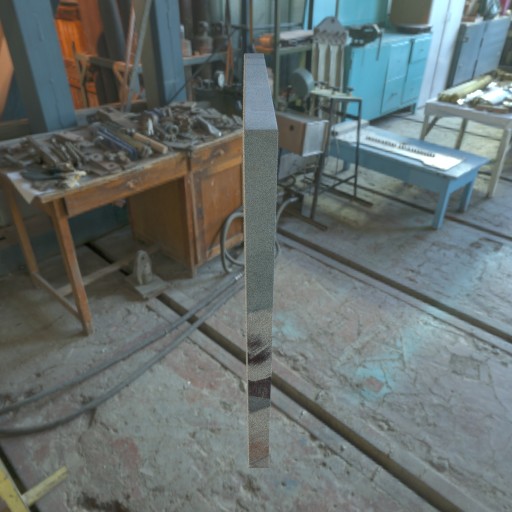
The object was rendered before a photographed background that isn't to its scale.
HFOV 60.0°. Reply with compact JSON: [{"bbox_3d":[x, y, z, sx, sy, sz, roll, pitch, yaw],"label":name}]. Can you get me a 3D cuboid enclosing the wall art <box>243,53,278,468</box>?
[{"bbox_3d":[0.000,0.000,0.811,0.037,0.613,0.455,-1,34,-1],"label":"wall art"}]
